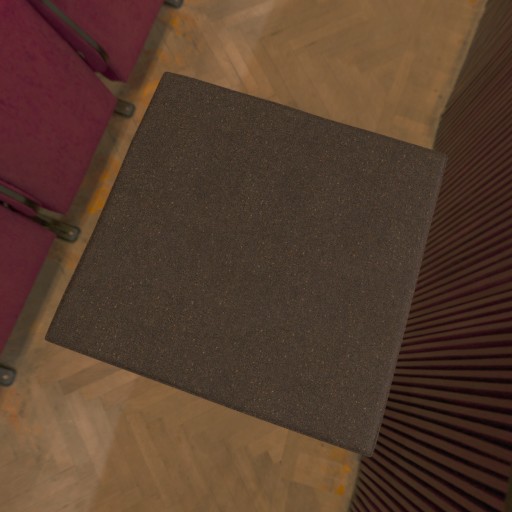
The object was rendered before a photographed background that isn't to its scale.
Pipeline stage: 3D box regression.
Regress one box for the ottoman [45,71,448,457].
[{"bbox_3d":[0.000,0.000,1.526,1.004,0.382,0.968,18,76,5],"label":"ottoman"}]
